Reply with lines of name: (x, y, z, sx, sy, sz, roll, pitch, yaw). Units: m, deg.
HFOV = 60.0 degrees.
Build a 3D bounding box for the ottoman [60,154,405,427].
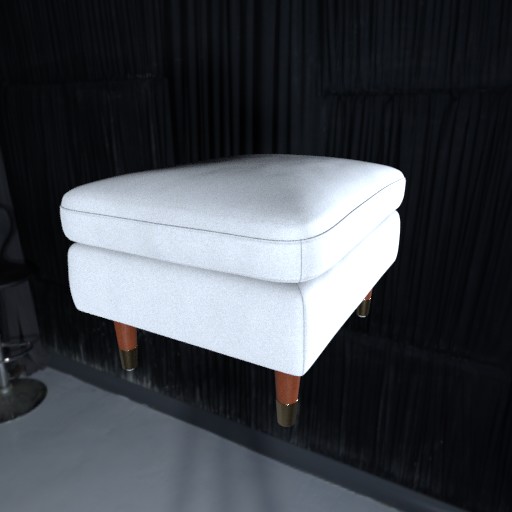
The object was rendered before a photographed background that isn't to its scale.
ottoman: (0.000, 0.000, 1.126, 0.593, 0.478, 0.747, 10, 21, 27)
